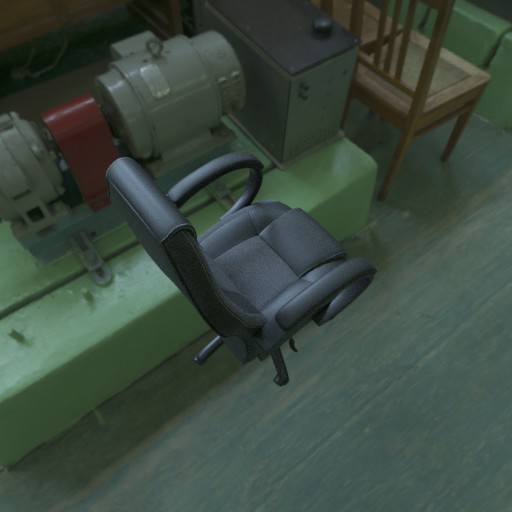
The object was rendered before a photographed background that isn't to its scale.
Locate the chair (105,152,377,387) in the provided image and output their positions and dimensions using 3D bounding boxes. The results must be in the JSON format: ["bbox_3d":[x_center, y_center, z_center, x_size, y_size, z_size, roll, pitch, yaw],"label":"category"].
[{"bbox_3d":[0.000,0.000,1.588,0.724,1.187,0.673,-34,64,-19],"label":"chair"}]
